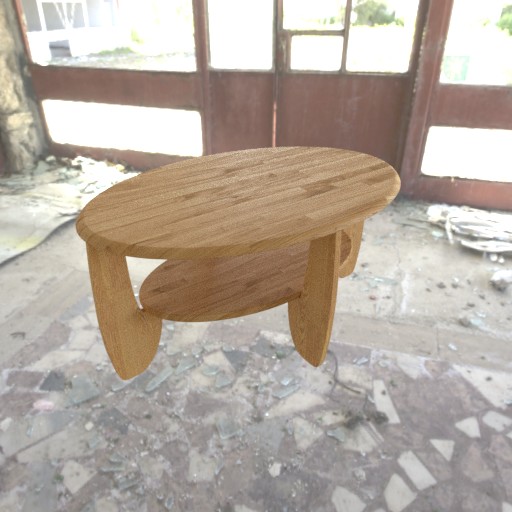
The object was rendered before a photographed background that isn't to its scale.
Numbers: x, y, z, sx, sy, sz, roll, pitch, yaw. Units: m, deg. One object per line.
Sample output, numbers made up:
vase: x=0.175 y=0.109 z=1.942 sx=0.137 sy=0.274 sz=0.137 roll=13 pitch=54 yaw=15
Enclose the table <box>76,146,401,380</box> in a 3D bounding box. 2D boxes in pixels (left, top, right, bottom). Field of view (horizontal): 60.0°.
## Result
table: x=0.000 y=0.000 z=1.429 sx=1.040 sy=0.490 sz=0.690 roll=-21 pitch=35 yaw=-32
